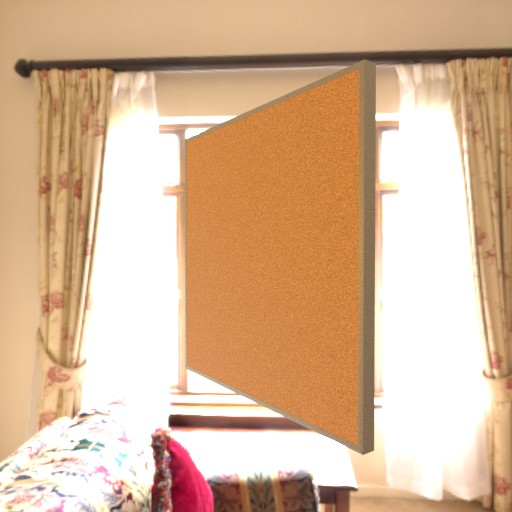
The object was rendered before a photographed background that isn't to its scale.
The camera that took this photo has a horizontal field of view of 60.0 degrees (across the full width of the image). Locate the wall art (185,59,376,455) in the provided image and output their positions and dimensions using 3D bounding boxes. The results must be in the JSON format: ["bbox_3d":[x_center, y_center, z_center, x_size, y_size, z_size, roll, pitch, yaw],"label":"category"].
[{"bbox_3d":[0.000,0.000,1.243,0.038,0.807,0.809,-1,1,-36],"label":"wall art"}]
